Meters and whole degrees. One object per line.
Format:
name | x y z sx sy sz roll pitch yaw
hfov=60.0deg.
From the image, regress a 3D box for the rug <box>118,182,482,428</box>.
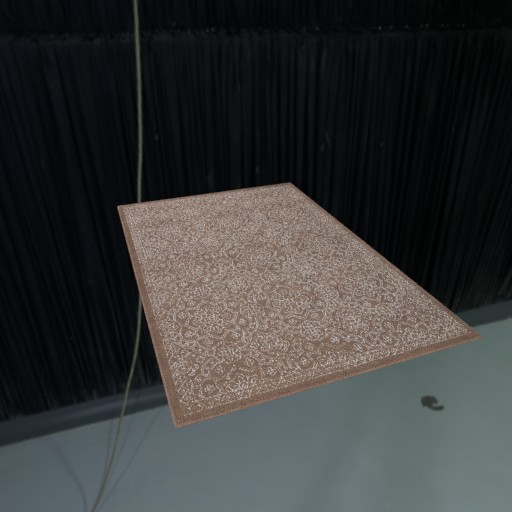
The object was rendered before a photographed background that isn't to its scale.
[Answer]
rug | 0.000 0.000 2.869 1.524 0.011 2.286 -11 31 -18
